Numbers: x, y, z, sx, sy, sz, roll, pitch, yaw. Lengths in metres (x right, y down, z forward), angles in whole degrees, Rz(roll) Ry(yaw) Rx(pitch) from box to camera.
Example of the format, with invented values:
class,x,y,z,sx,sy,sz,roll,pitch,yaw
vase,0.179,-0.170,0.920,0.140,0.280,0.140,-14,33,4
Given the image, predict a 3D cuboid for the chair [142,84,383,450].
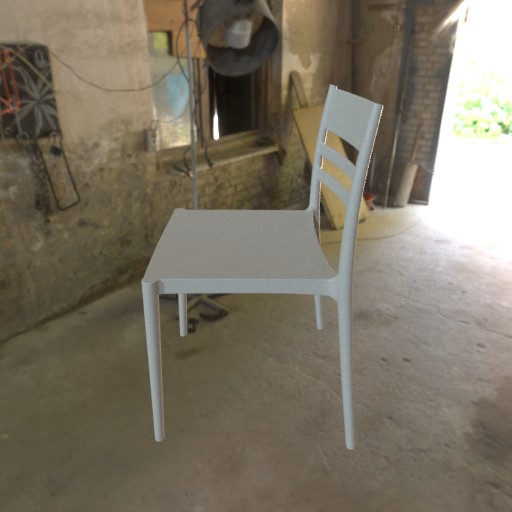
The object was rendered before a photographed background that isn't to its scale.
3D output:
class,x,y,z,sx,sy,sz,roll,pitch,yaw
chair,0.000,0.000,1.147,0.511,0.800,0.531,0,25,-1
